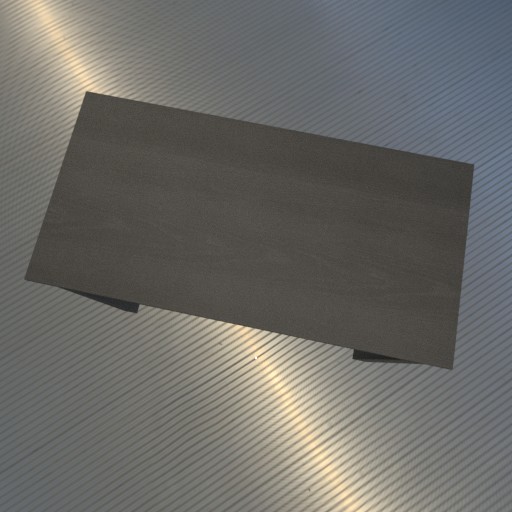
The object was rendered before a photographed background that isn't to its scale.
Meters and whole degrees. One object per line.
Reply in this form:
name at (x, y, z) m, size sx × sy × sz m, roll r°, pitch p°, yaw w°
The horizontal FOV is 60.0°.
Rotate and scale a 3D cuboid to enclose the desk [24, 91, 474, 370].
desk at (0.000, 0.000, 1.426) m, size 0.991 × 0.762 × 0.499 m, roll 11°, pitch 77°, yaw 3°
